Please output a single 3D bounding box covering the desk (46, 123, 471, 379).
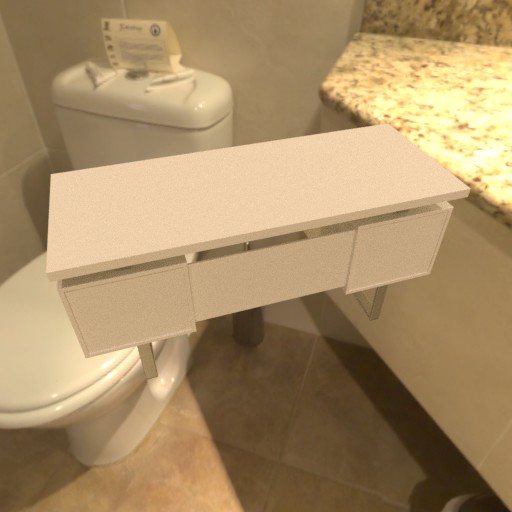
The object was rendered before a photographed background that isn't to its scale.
[{"bbox_3d":[0.000,0.000,1.982,1.530,0.773,0.603,-12,43,-13],"label":"desk"}]
